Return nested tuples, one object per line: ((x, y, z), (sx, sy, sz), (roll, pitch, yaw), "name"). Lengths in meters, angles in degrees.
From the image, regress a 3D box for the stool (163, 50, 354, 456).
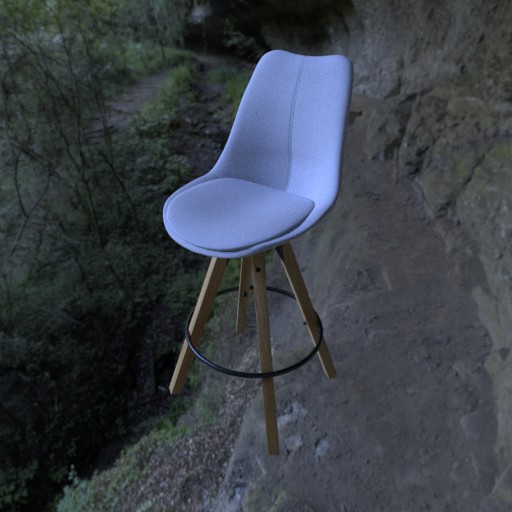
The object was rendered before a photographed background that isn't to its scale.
((0.000, 0.000, 1.388), (0.484, 1.115, 0.550), (20, 37, 29), "stool")
